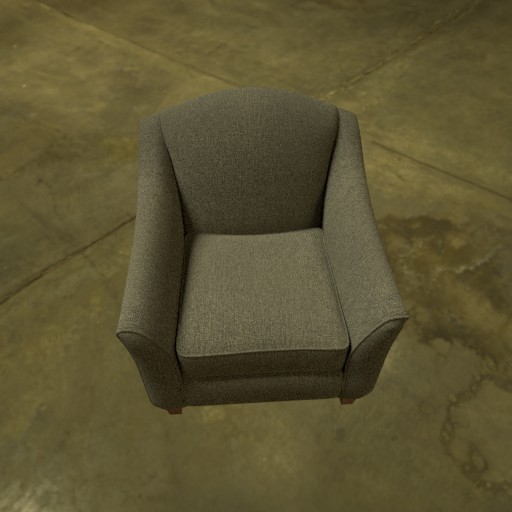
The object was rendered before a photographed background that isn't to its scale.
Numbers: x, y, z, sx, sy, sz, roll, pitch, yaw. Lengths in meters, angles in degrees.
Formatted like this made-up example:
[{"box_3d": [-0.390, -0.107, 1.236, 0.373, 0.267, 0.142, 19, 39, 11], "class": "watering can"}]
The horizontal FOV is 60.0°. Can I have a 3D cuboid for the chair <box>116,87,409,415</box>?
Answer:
[{"box_3d": [0.000, 0.000, 1.484, 0.763, 0.839, 0.787, -3, 46, -2], "class": "chair"}]
